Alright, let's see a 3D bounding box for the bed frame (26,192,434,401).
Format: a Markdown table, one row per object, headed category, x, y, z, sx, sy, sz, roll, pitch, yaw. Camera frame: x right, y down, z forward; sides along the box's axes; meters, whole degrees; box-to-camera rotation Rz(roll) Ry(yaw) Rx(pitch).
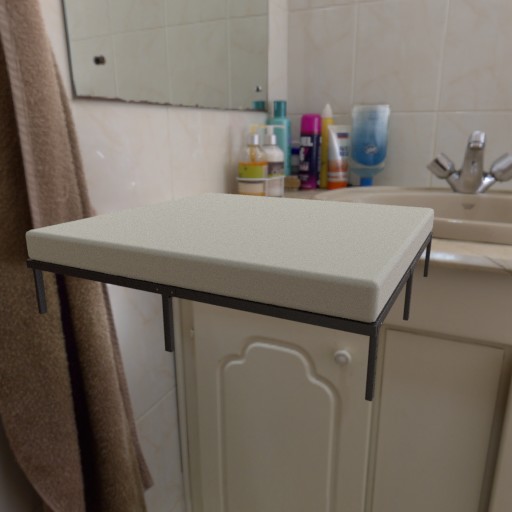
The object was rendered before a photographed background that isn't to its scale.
| category | x | y | z | sx | sy | sz | roll | pitch | yaw |
| --- | --- | --- | --- | --- | --- | --- | --- | --- | --- |
| bed frame | 0.000 | 0.000 | 3.883 | 2.635 | 0.680 | 2.526 | 8 | 17 | 26 |
